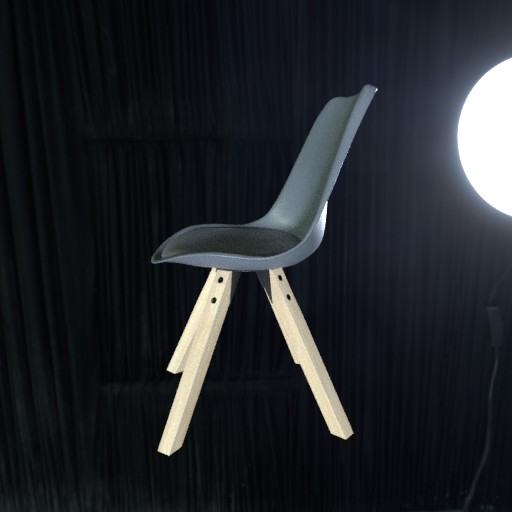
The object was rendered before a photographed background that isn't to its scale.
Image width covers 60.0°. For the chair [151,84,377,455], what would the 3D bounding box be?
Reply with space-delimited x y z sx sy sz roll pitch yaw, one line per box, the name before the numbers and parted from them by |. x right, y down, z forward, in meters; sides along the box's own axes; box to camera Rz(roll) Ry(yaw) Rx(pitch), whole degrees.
chair | 0.000 0.000 1.197 0.550 0.850 0.485 -2 13 -8
